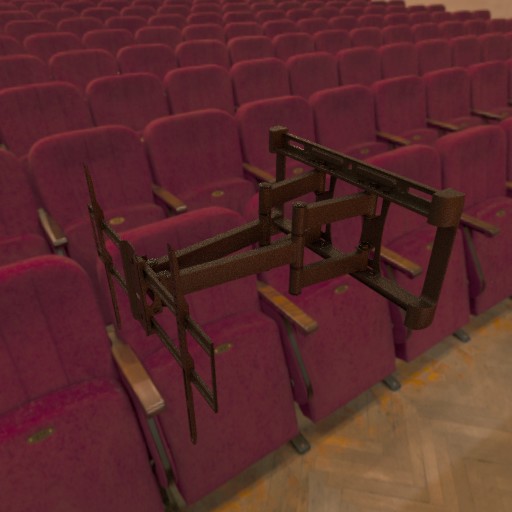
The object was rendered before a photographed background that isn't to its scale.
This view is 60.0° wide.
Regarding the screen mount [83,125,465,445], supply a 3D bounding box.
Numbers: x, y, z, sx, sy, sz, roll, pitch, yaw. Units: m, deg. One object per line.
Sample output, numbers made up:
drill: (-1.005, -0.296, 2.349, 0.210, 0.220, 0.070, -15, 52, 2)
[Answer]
screen mount: (0.000, 0.000, 1.127, 0.644, 0.491, 0.661, -20, 37, -29)
